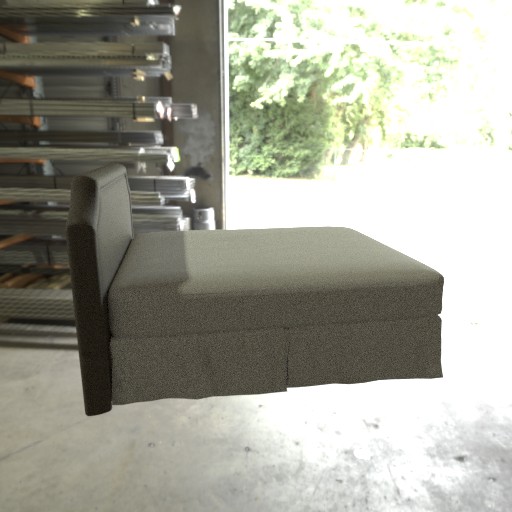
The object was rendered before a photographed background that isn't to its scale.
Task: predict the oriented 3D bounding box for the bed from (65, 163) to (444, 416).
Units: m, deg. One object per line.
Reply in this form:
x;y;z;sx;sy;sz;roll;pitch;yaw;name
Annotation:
0.000;0.000;3.259;2.181;1.297;1.831;-2;15;-10;bed
